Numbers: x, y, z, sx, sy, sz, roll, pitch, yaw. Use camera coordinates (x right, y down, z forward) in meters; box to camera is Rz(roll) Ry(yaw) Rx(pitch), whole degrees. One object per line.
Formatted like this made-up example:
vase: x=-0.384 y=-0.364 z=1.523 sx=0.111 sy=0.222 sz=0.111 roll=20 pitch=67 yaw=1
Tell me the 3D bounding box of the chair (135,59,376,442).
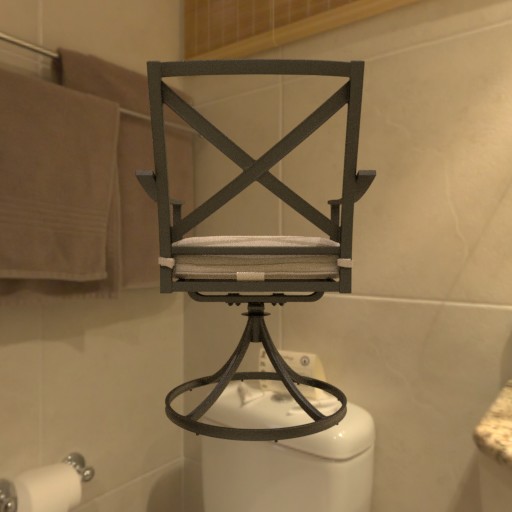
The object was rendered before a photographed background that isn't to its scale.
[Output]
chair: x=0.000 y=0.000 z=1.288 sx=0.575 sy=0.889 sz=0.620 roll=0 pitch=1 yaw=0
